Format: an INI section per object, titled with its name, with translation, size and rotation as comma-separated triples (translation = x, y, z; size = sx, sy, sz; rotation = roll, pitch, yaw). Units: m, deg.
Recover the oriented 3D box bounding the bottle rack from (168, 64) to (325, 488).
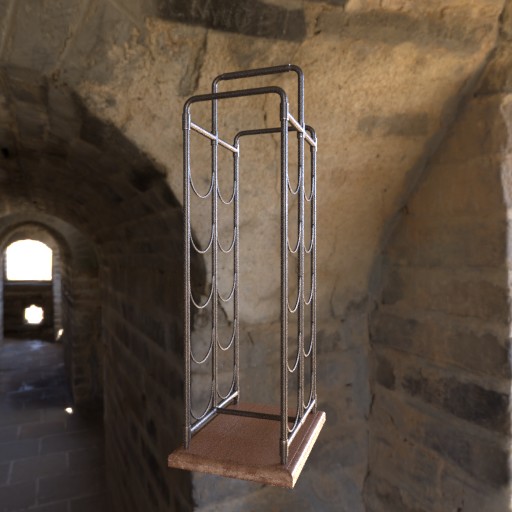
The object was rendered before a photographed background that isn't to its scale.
[bottle rack]
translation = 0.000, 0.000, 0.810
size = 0.208, 0.680, 0.276
rotation = 0, 1, 19
